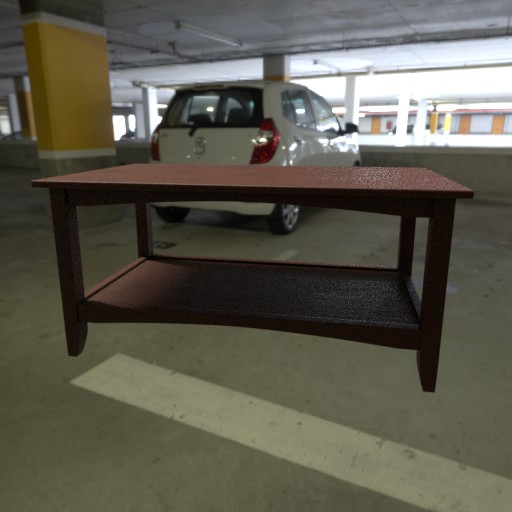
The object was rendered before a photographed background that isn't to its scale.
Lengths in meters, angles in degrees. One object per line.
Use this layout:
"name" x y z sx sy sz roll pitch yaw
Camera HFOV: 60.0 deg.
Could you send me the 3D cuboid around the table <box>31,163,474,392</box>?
"table" 0.000 0.000 1.236 0.943 0.456 0.533 3 16 10
